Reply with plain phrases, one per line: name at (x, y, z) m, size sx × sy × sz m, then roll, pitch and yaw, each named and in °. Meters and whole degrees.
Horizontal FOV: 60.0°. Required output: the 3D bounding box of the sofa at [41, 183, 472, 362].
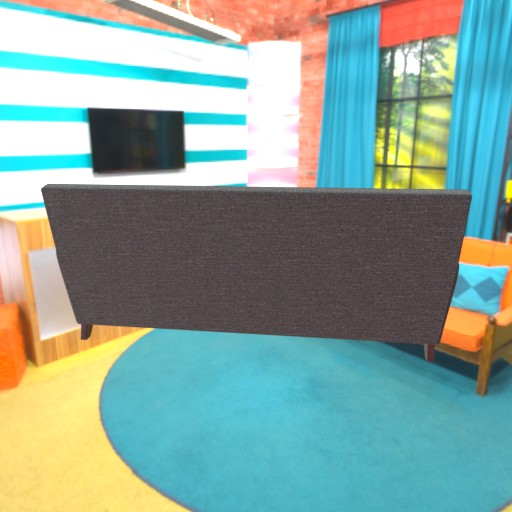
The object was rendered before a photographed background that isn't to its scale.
sofa at (0.000, 0.000, 2.452) m, size 1.976 × 0.846 × 0.875 m, roll 2°, pitch 15°, yaw 7°
